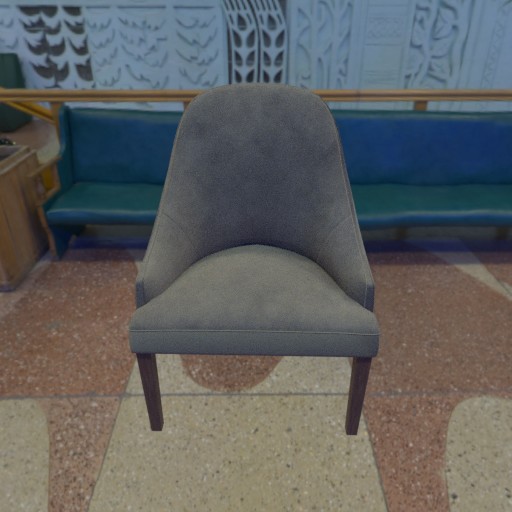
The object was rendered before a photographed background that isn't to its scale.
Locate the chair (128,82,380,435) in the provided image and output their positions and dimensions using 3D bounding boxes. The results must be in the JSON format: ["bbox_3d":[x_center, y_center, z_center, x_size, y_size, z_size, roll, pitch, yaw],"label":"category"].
[{"bbox_3d":[0.000,0.000,1.312,0.643,0.889,0.575,1,30,1],"label":"chair"}]
